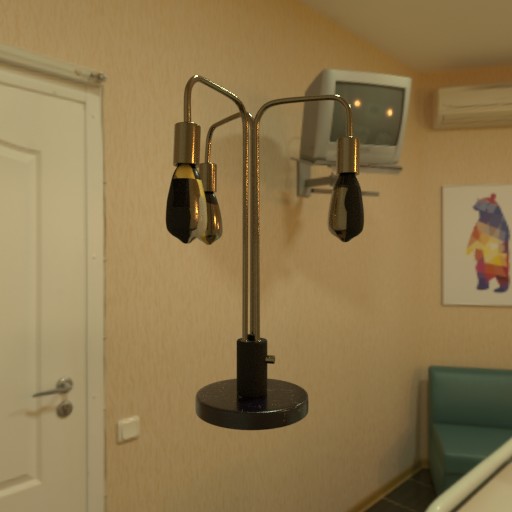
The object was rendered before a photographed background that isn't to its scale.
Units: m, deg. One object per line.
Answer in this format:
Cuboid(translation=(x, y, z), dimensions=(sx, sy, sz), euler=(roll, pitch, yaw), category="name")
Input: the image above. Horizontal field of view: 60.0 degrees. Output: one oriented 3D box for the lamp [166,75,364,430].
Cuboid(translation=(0.000, 0.000, 0.782), dimensions=(0.368, 0.560, 0.355), euler=(0, 0, 17), category="lamp")
